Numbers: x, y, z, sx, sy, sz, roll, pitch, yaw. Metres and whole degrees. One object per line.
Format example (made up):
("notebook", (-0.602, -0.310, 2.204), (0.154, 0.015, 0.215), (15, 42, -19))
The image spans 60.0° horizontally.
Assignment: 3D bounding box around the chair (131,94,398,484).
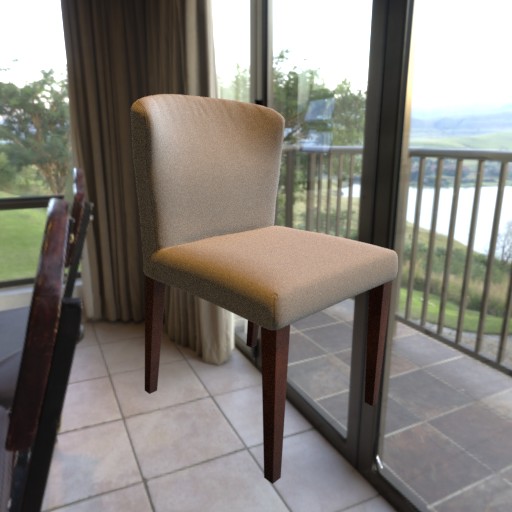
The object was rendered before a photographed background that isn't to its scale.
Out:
("chair", (0.000, 0.000, 1.183), (0.491, 0.839, 0.592), (-15, 21, -43))
